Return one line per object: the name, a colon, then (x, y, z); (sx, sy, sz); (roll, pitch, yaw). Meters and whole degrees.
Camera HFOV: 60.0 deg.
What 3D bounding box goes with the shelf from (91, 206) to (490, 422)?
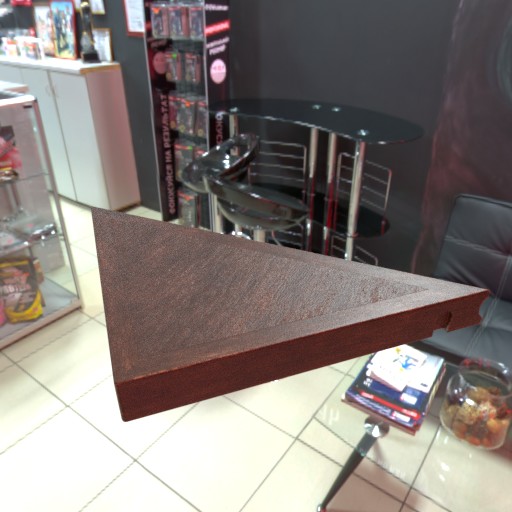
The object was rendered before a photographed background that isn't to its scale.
shelf: (0.000, 0.000, 0.444); (0.296, 0.035, 0.296); (-10, 31, -18)
